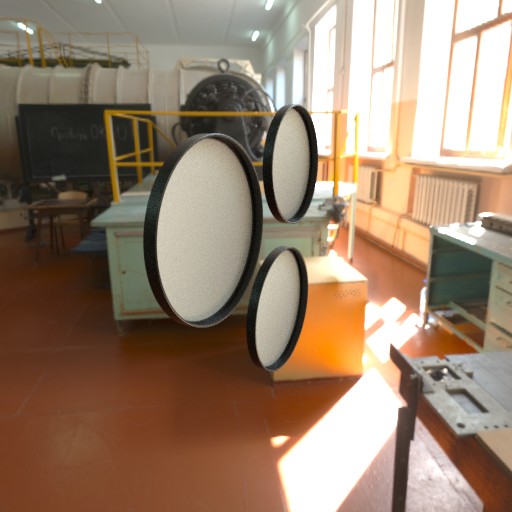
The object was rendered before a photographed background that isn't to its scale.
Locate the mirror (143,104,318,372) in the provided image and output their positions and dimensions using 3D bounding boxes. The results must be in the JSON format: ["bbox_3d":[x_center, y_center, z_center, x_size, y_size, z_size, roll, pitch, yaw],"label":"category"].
[{"bbox_3d":[0.000,0.000,3.114,0.076,2.096,2.160,8,17,27],"label":"mirror"}]
